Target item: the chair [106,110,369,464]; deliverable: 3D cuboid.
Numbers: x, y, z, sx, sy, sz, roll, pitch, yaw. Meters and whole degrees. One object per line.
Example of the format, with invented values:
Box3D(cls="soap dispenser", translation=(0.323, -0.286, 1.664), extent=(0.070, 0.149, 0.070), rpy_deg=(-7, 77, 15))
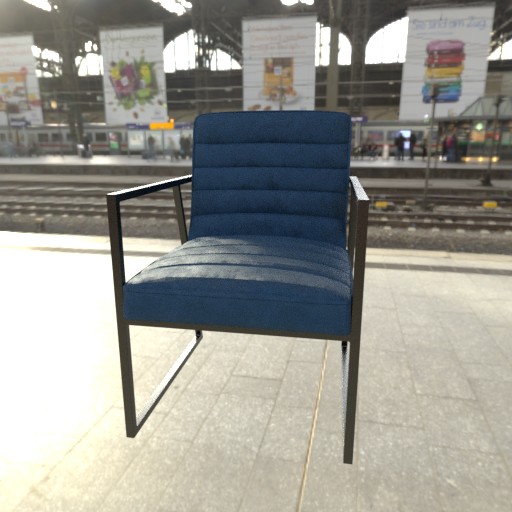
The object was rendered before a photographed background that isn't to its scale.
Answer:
Box3D(cls="chair", translation=(0.000, 0.000, 1.277), extent=(0.571, 0.833, 0.677), rpy_deg=(3, 15, 10))
